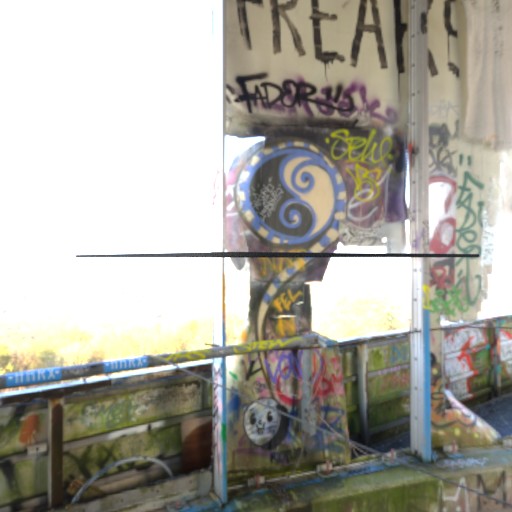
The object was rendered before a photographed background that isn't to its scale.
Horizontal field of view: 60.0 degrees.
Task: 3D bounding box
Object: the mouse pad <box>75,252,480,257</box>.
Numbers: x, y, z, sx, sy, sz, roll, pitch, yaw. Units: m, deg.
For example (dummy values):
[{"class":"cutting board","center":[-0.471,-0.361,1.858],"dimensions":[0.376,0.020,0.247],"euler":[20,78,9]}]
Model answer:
[{"class":"mouse pad","center":[0.000,0.000,0.338],"dimensions":[0.211,0.002,0.249],"euler":[0,0,-36]}]
